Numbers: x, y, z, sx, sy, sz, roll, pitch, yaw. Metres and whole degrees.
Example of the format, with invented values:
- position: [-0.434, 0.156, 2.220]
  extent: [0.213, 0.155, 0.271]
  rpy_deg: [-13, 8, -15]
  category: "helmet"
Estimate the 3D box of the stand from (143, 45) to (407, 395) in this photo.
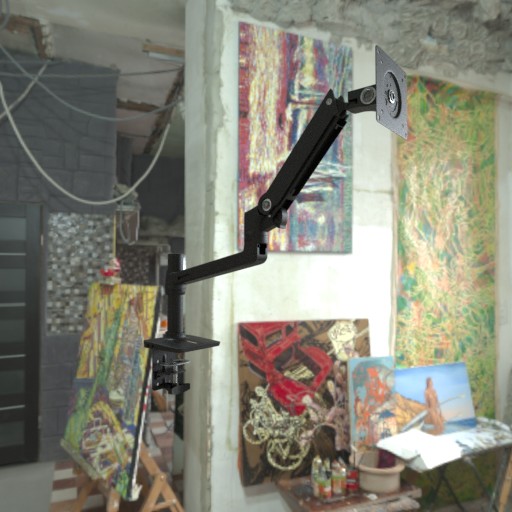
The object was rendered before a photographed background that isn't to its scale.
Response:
- position: [0.000, 0.000, 1.012]
  extent: [0.650, 0.713, 0.152]
  rpy_deg: [-1, -2, 39]
  category: "stand"
